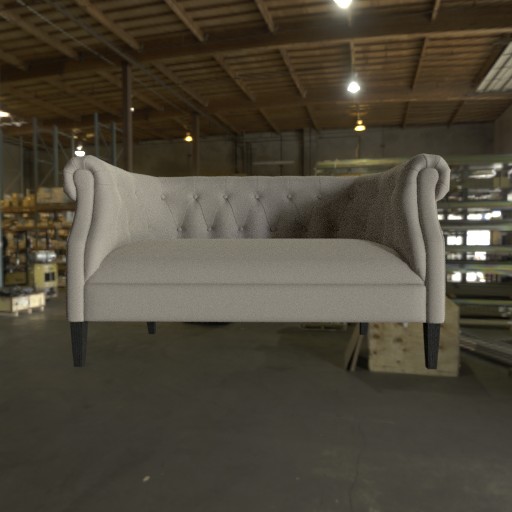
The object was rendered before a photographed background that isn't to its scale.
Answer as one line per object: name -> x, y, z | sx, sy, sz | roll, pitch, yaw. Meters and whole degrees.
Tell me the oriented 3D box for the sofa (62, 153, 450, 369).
sofa -> 0.000, 0.000, 2.043 | 1.558, 0.827, 0.835 | 0, 2, 1
